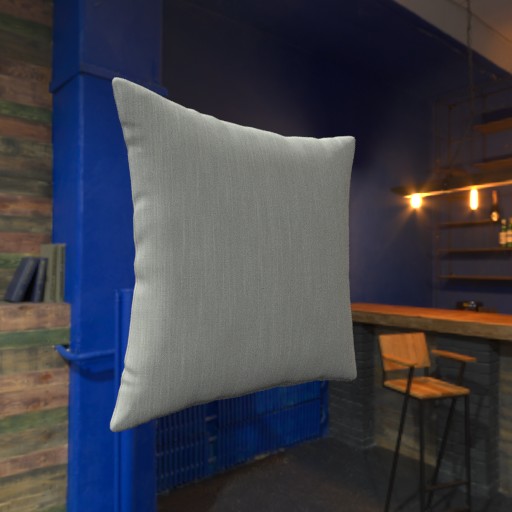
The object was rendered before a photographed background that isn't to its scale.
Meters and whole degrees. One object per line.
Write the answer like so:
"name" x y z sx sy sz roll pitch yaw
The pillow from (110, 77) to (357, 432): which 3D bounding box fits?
"pillow" 0.000 0.000 0.782 0.511 0.509 0.161 1 -2 -36
